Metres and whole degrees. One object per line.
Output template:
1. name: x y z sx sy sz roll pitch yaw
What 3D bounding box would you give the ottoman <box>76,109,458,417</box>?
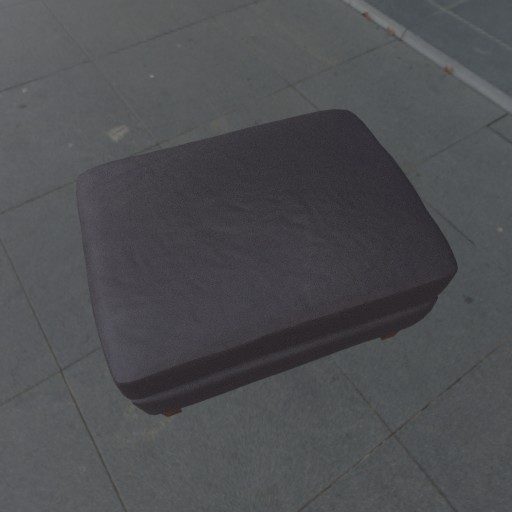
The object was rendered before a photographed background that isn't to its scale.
1. ottoman: 0.000 0.000 1.306 0.887 0.529 0.659 -17 59 -10
